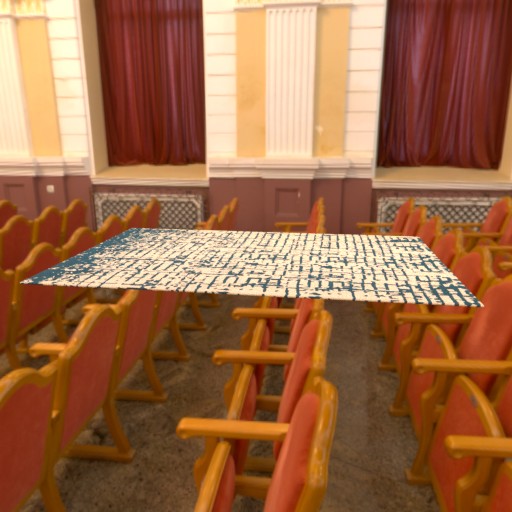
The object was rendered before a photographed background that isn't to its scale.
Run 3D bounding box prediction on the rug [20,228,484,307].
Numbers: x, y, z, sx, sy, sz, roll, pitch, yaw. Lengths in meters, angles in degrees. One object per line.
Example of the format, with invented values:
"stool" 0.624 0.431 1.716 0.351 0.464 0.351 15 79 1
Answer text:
"rug" 0.000 0.000 3.016 2.435 0.011 1.517 2 15 8
